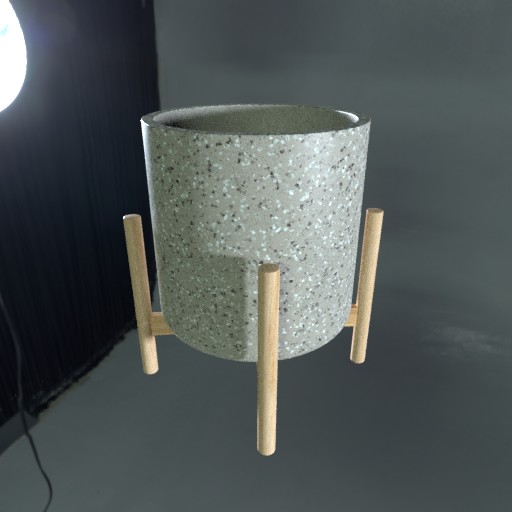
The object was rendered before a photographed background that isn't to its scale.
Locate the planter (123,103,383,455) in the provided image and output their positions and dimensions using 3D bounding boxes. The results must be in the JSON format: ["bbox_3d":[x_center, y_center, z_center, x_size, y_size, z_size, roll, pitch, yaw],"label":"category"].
[{"bbox_3d":[0.000,0.000,0.689,0.360,0.419,0.360,8,26,16],"label":"planter"}]
